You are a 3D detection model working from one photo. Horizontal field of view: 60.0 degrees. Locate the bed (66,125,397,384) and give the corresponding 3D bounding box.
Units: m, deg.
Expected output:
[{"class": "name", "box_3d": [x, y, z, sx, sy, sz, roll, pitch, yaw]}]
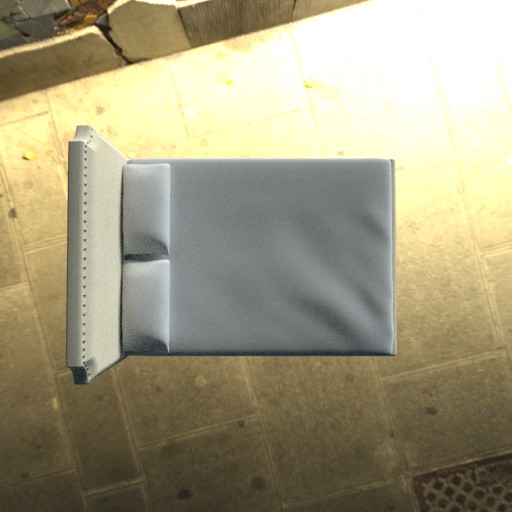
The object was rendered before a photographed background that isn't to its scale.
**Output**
[{"class": "bed", "box_3d": [0.000, 0.000, 3.508, 2.381, 1.457, 1.713, 0, 89, 0]}]
